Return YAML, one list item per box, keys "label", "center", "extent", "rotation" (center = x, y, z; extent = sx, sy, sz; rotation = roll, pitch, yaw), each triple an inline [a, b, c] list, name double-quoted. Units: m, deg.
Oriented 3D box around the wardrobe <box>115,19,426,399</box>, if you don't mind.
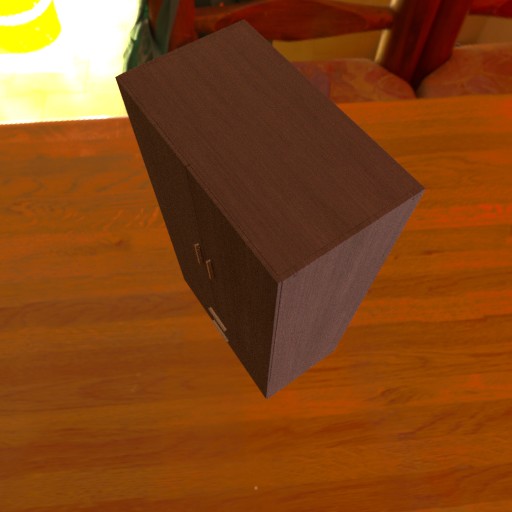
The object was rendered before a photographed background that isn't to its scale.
- label: "wardrobe"
  center: [0.000, 0.000, 2.266]
  extent: [0.577, 1.808, 0.991]
  rotation: [-32, 67, -15]
